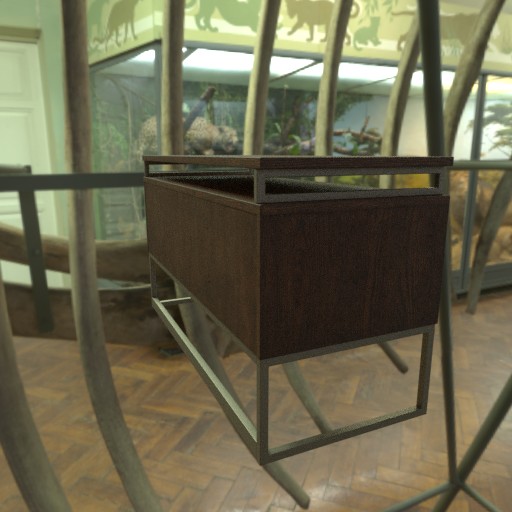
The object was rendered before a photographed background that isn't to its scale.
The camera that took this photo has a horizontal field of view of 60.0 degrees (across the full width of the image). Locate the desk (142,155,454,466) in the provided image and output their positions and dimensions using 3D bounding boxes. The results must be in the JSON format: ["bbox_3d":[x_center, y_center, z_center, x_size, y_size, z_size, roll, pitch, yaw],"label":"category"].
[{"bbox_3d":[0.000,0.000,1.798,0.610,0.792,1.384,-6,14,-24],"label":"desk"}]
